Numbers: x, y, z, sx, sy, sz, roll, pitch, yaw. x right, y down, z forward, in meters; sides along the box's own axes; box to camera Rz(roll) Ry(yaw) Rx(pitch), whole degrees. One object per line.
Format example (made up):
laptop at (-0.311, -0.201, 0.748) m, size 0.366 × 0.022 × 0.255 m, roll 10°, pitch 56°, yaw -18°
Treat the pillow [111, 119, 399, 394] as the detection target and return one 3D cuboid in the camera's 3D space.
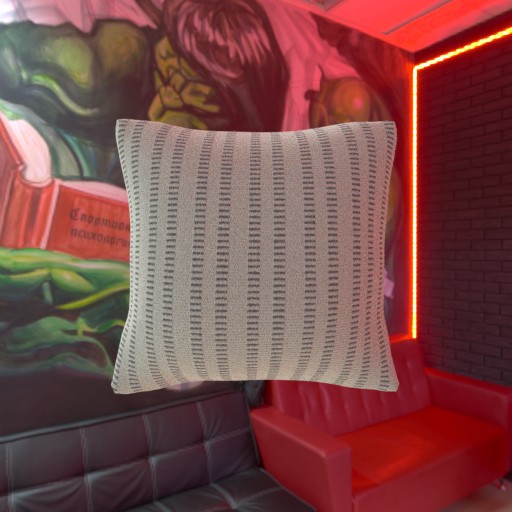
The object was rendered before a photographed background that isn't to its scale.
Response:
pillow at (0.000, 0.000, 0.681) m, size 0.438 × 0.419 × 0.247 m, roll 0°, pitch 0°, yaw -1°
